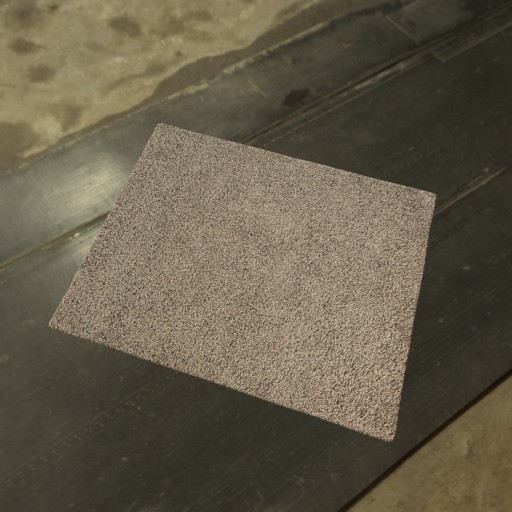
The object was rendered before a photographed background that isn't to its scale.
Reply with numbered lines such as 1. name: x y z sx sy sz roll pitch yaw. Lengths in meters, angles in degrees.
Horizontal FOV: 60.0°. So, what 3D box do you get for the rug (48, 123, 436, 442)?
1. rug: 0.000 0.000 4.172 3.047 0.029 2.438 16 65 8
